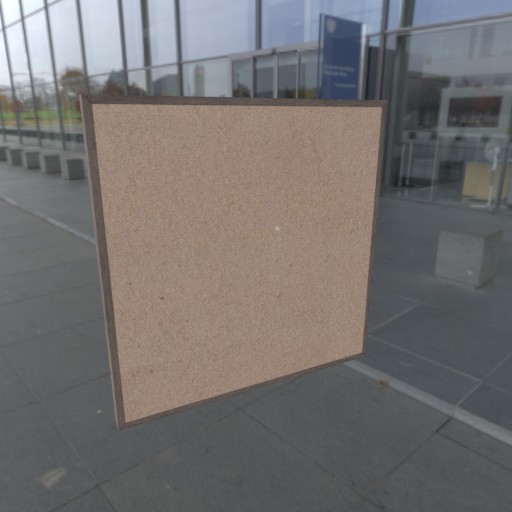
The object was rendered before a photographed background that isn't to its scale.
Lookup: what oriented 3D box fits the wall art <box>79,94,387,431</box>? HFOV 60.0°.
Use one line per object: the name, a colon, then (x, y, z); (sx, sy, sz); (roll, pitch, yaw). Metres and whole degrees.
wall art: (0.000, 0.000, 1.135); (0.762, 0.762, 0.038); (-9, 20, -26)
